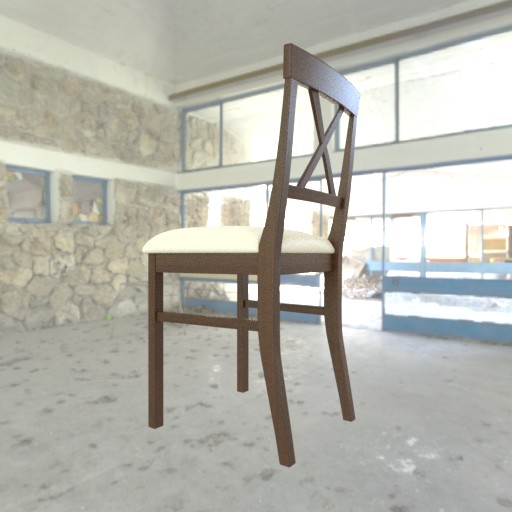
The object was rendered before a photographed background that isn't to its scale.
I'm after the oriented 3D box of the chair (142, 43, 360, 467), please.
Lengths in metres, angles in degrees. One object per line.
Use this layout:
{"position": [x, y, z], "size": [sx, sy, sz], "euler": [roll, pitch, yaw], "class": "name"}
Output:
{"position": [0.000, 0.000, 1.223], "size": [0.480, 0.913, 0.440], "euler": [0, 0, 36], "class": "chair"}
